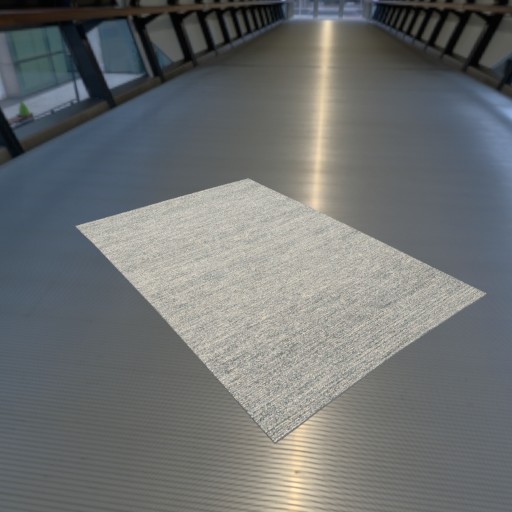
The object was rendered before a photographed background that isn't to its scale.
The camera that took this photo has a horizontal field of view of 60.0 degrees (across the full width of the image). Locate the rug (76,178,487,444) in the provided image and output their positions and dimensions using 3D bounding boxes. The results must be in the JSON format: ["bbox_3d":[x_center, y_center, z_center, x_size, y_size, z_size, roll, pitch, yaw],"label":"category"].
[{"bbox_3d":[0.000,0.000,2.942,1.616,0.030,2.338,-22,37,-31],"label":"rug"}]
